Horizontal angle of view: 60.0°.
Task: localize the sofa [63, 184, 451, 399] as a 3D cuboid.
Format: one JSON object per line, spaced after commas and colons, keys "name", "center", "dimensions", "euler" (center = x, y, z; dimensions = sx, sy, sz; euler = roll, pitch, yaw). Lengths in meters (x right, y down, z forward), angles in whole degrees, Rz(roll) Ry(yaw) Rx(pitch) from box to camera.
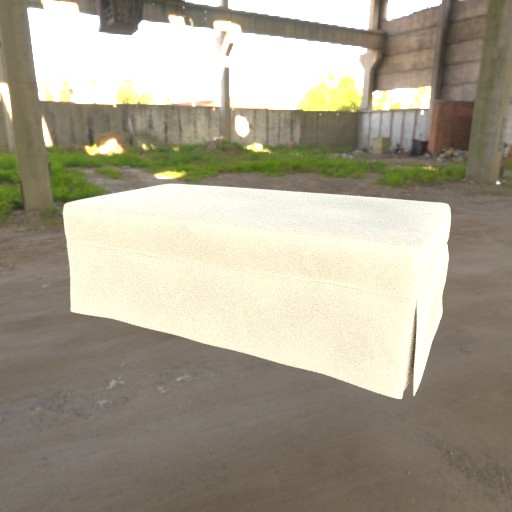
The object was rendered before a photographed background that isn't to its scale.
{"name": "sofa", "center": [0.000, 0.000, 2.143], "dimensions": [1.677, 0.552, 0.939], "euler": [8, 18, 27]}
